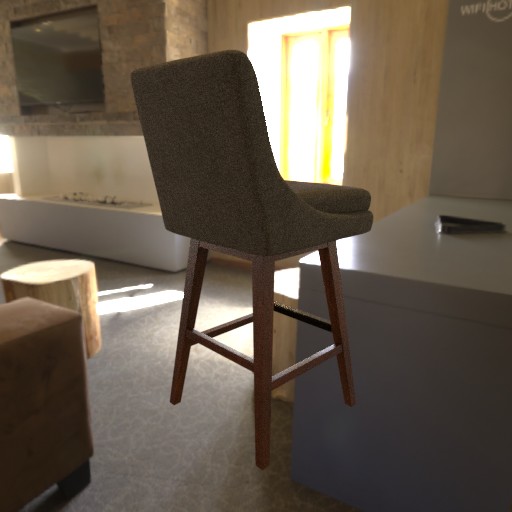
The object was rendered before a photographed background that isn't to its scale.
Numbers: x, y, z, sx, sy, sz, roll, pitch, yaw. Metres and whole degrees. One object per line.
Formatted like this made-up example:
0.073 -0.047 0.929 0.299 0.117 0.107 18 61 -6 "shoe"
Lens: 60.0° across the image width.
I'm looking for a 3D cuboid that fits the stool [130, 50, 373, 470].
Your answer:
0.000 0.000 1.369 0.572 1.068 0.489 -14 20 -42 "stool"
